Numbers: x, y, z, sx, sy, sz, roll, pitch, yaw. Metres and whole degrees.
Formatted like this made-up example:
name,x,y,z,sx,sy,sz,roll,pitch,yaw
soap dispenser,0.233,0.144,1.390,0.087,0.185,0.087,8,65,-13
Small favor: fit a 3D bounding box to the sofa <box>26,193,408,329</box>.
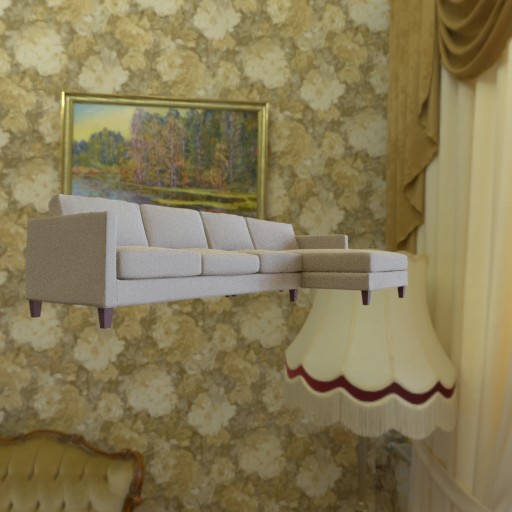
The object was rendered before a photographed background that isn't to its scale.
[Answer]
name,x,y,z,sx,sy,sz,roll,pitch,yaw
sofa,0.000,0.000,3.854,1.625,0.861,3.186,0,-1,37
